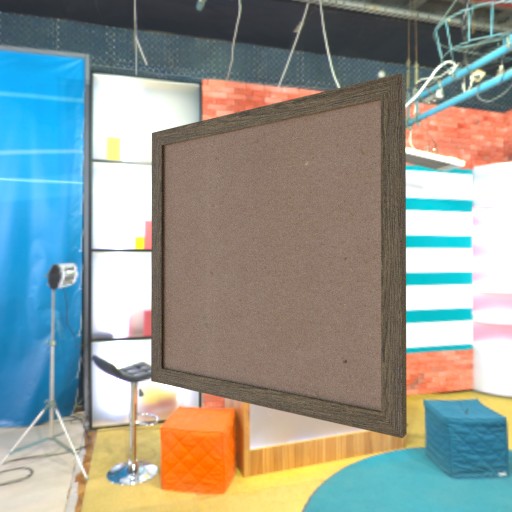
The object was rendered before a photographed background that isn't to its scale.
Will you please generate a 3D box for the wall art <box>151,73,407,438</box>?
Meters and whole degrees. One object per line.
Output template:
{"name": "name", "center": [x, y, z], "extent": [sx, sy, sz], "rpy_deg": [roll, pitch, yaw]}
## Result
{"name": "wall art", "center": [0.000, 0.000, 0.769], "extent": [0.508, 0.508, 0.019], "rpy_deg": [0, -1, 35]}
